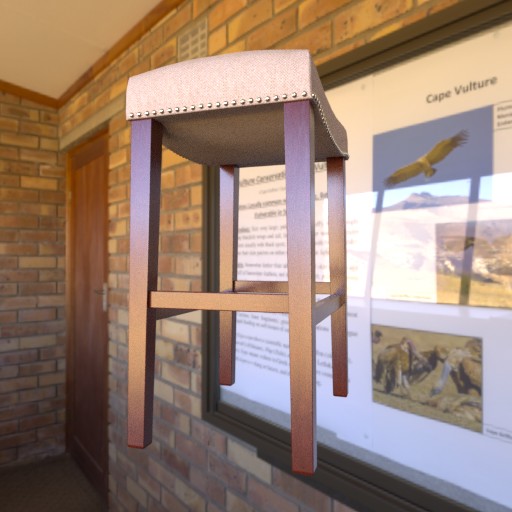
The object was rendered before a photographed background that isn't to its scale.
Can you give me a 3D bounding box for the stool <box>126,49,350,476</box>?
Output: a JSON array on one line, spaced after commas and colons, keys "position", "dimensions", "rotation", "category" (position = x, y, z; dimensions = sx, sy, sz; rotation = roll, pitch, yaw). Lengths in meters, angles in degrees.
[{"position": [0.000, 0.000, 1.026], "dimensions": [0.372, 0.742, 0.504], "rotation": [0, -1, 19], "category": "stool"}]
